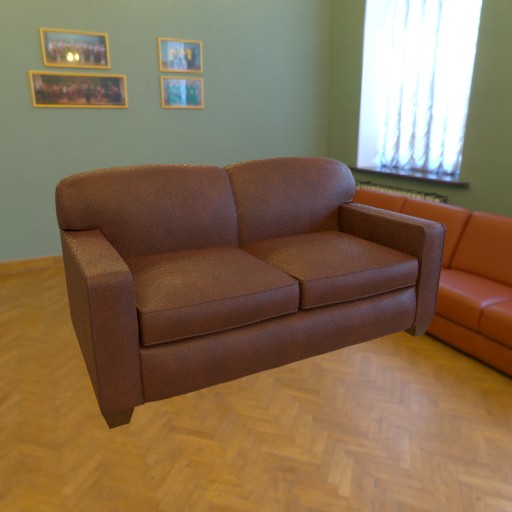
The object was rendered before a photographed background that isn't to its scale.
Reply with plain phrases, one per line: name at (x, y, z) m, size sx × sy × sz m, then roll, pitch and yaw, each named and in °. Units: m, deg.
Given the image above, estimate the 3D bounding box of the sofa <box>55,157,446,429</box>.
sofa at (0.000, 0.000, 2.388) m, size 1.856 × 0.966 × 1.000 m, roll -9°, pitch 19°, yaw -27°
